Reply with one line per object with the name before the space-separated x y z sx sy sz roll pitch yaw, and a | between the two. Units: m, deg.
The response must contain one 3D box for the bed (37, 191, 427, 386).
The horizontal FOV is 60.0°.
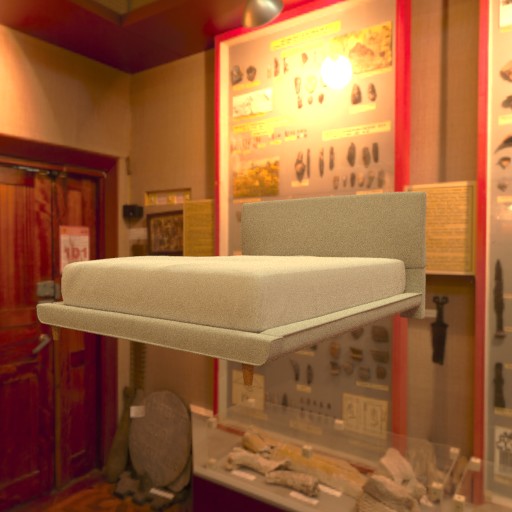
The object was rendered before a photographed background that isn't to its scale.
bed | 0.000 0.000 3.503 1.980 1.126 2.498 1 2 36
